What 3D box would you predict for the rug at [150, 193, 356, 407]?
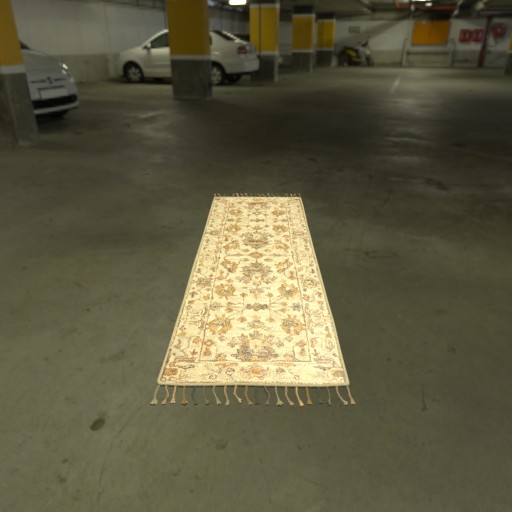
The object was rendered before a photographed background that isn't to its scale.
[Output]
[{"bbox_3d":[0.000,0.000,2.651,0.729,0.021,2.438,0,26,0],"label":"rug"}]
